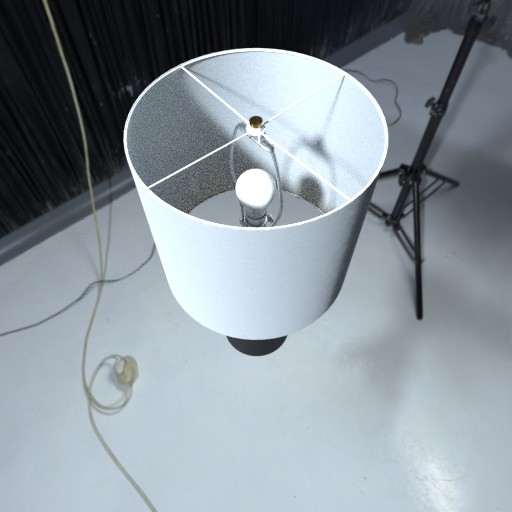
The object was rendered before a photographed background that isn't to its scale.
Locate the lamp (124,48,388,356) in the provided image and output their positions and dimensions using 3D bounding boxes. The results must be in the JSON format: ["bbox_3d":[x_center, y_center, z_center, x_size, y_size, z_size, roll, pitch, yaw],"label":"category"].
[{"bbox_3d":[0.000,0.000,0.761,0.308,0.580,0.308,-36,64,-21],"label":"lamp"}]
